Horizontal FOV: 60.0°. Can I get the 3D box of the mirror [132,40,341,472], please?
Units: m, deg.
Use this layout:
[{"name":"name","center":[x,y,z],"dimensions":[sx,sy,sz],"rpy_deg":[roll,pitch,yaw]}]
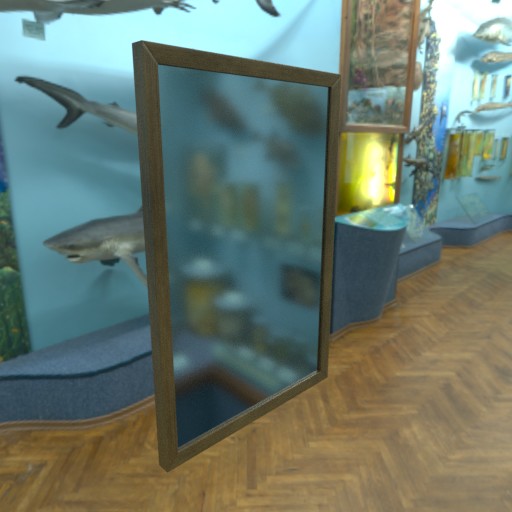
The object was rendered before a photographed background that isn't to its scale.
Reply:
[{"name":"mirror","center":[0.000,0.000,1.126],"dimensions":[0.609,0.915,0.040],"rpy_deg":[-14,20,-42]}]
